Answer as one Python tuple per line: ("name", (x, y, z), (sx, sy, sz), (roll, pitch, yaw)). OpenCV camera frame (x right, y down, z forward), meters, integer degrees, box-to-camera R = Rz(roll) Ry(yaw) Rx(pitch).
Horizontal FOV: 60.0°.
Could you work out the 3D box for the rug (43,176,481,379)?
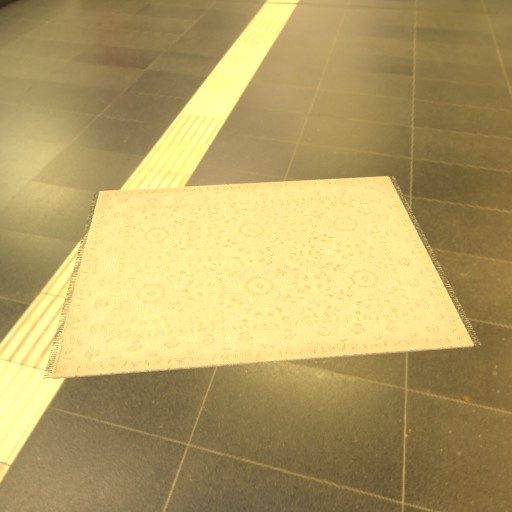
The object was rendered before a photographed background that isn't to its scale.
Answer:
("rug", (0.000, 0.000, 2.772), (2.233, 0.011, 1.514), (-4, 46, -3))
